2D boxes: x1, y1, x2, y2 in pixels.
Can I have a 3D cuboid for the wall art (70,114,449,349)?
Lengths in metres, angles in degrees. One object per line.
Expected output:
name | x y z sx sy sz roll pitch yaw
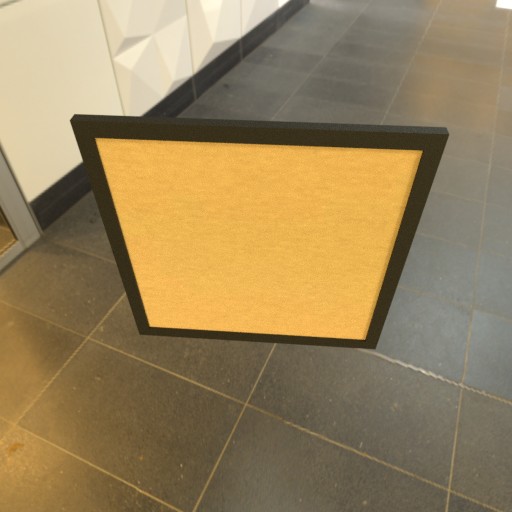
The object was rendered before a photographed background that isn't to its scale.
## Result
wall art | 0.000 0.000 0.545 0.356 0.356 0.013 3 45 3
